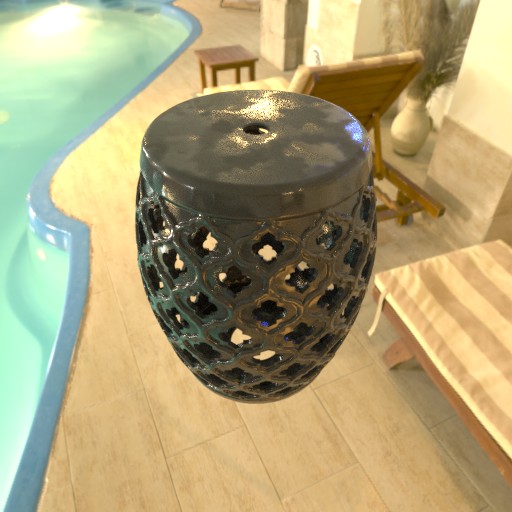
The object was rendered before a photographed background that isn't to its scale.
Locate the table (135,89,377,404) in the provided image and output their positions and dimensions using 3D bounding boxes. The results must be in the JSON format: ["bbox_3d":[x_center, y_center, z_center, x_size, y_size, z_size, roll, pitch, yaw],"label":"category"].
[{"bbox_3d":[0.000,0.000,0.637,0.325,0.388,0.325,0,41,0],"label":"table"}]
